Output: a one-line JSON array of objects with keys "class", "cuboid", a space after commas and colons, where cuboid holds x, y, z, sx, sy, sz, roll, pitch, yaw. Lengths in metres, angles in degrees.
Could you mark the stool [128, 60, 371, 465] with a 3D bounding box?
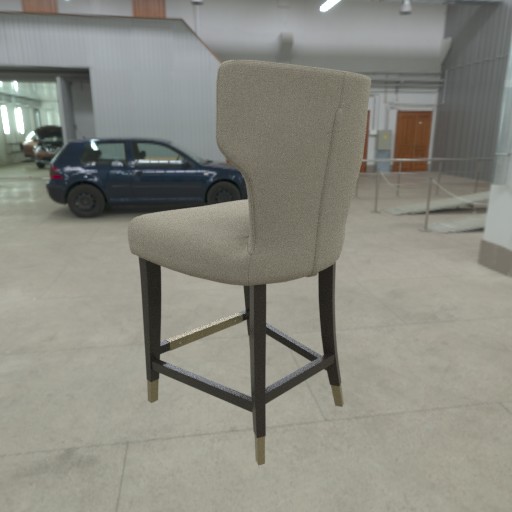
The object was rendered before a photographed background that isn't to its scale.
[{"class": "stool", "cuboid": [0.000, 0.000, 1.293, 0.527, 0.982, 0.563, -15, 22, -43]}]
